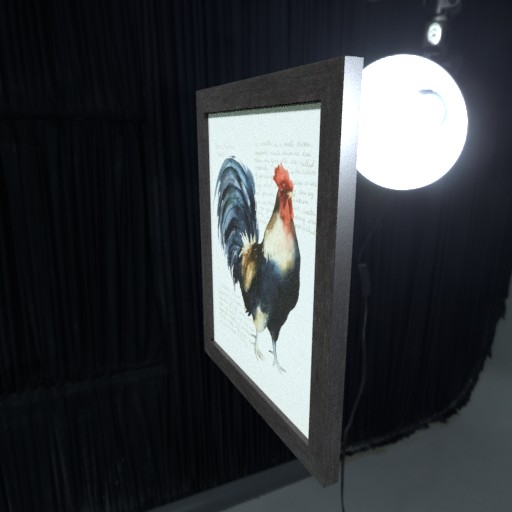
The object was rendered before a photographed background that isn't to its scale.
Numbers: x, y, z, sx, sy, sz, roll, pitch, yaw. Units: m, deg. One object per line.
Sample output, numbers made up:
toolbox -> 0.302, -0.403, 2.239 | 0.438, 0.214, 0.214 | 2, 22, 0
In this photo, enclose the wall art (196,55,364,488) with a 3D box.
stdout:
wall art -> 0.000, 0.000, 0.778 | 0.027, 0.580, 0.479 | -8, 17, -26
